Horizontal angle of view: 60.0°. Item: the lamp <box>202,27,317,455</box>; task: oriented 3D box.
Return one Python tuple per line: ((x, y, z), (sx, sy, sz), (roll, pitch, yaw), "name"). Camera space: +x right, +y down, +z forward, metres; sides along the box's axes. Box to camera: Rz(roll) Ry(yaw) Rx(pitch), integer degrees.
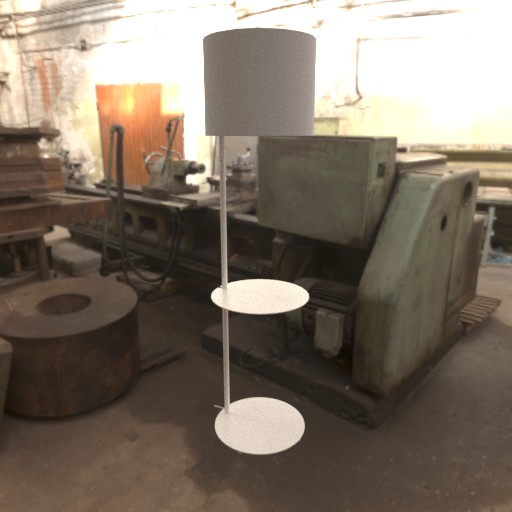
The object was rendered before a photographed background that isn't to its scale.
((0.000, 0.000, 1.651), (0.405, 1.465, 0.372), (8, 17, 27), "lamp")
